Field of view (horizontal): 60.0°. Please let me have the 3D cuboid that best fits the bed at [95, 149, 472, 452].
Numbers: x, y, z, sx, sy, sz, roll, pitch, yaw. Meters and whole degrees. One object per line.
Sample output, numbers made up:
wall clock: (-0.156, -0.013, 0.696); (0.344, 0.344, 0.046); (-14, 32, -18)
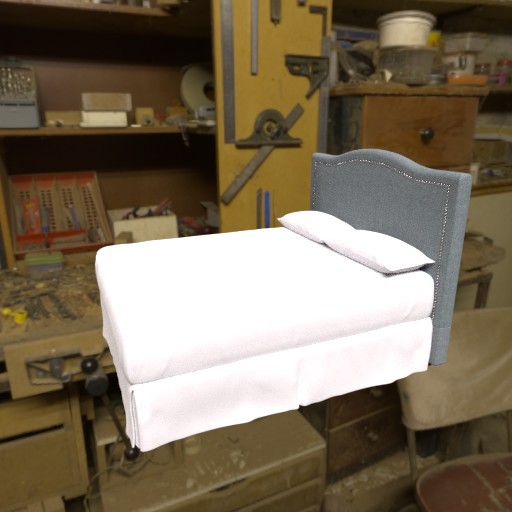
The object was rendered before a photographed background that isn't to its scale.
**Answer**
bed: (0.000, 0.000, 3.225); (2.143, 1.460, 1.753); (-8, 19, -23)
